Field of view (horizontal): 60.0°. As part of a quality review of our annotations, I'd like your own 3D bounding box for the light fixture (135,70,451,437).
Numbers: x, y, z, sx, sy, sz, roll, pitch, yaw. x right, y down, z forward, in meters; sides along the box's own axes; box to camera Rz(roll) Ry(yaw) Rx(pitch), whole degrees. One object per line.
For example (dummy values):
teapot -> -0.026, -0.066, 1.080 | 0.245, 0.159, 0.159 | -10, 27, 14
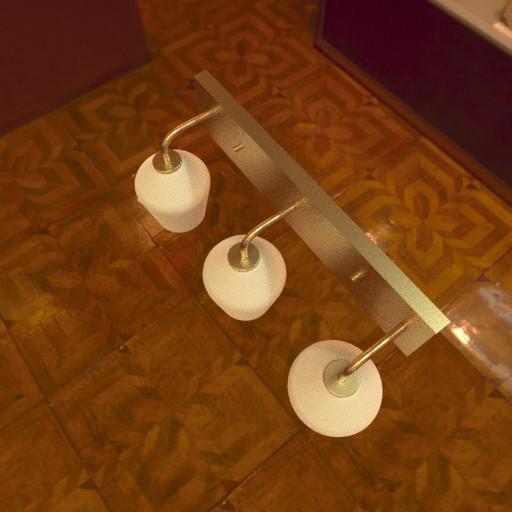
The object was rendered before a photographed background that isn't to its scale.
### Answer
light fixture -> 0.000, 0.000, 0.729 | 0.190, 0.280, 0.609 | -33, 68, -15
